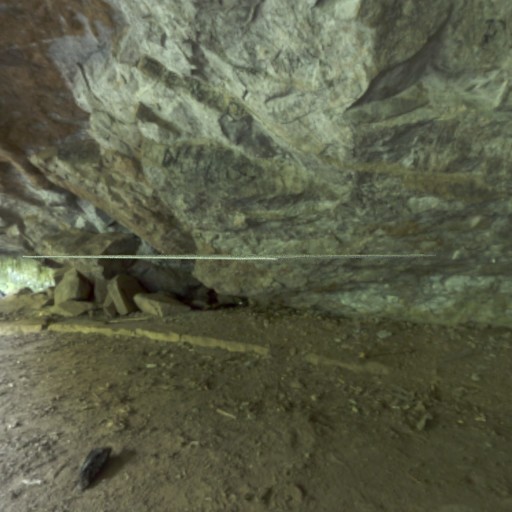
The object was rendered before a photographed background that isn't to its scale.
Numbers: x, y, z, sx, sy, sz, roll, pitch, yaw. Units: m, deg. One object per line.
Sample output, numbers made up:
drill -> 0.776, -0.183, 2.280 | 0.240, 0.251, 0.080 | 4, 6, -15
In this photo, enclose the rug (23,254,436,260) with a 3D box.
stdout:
rug -> 0.000, 0.000, 4.096 | 2.451, 0.026, 3.069 | 0, 0, 36
